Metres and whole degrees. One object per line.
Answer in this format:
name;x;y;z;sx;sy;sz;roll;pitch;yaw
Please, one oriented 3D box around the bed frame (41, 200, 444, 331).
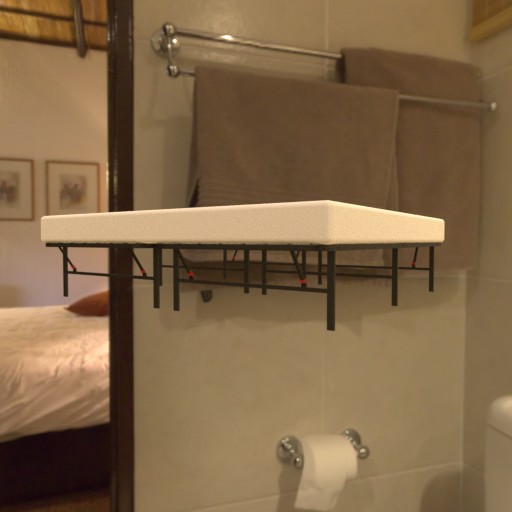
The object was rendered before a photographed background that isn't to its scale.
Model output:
bed frame;0.000;0.000;3.047;2.033;0.525;1.935;1;3;35
